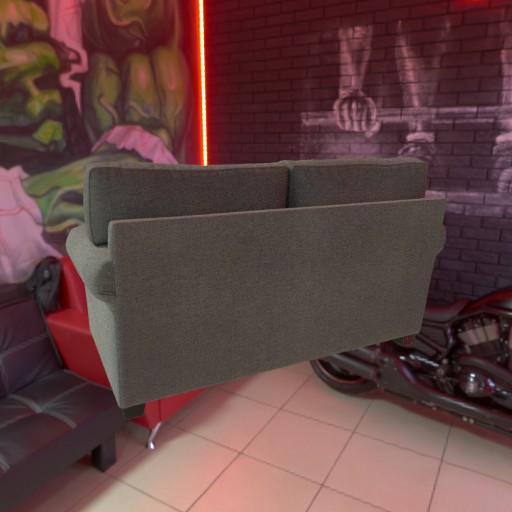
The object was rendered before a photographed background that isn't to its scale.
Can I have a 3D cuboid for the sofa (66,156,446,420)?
[{"bbox_3d":[0.000,0.000,2.221,1.701,0.966,0.966,-7,15,-26],"label":"sofa"}]
